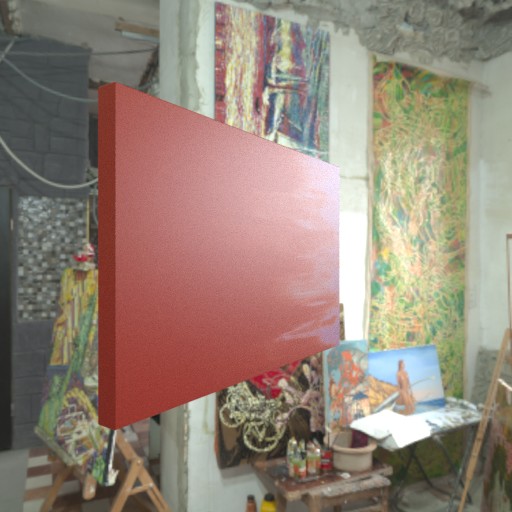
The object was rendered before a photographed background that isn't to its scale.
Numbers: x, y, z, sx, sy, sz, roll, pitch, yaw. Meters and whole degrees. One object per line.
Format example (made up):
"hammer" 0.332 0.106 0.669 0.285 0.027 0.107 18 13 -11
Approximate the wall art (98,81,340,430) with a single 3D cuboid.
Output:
"wall art" 0.000 0.000 0.769 0.033 0.405 0.607 0 0 36
